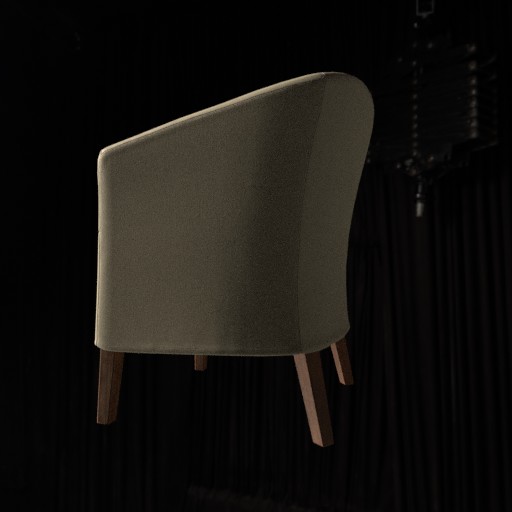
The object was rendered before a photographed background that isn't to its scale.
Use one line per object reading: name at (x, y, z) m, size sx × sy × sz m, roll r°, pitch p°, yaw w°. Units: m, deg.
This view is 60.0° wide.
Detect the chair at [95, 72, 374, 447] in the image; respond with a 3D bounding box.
chair at (0.000, 0.000, 1.275) m, size 0.657 × 0.822 × 0.643 m, roll 0°, pitch -1°, yaw 17°
